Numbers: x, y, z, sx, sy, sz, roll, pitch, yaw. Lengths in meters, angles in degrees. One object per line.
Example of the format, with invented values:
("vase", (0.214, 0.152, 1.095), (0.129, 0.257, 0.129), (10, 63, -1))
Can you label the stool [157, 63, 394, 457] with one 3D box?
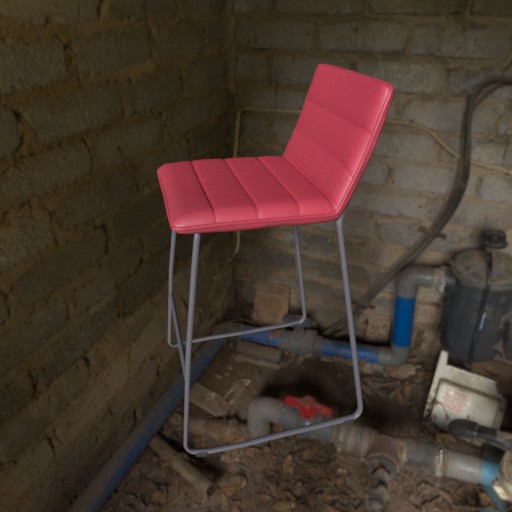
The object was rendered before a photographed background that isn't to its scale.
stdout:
("stool", (0.000, 0.000, 1.224), (0.524, 0.937, 0.489), (-8, 31, -13))
